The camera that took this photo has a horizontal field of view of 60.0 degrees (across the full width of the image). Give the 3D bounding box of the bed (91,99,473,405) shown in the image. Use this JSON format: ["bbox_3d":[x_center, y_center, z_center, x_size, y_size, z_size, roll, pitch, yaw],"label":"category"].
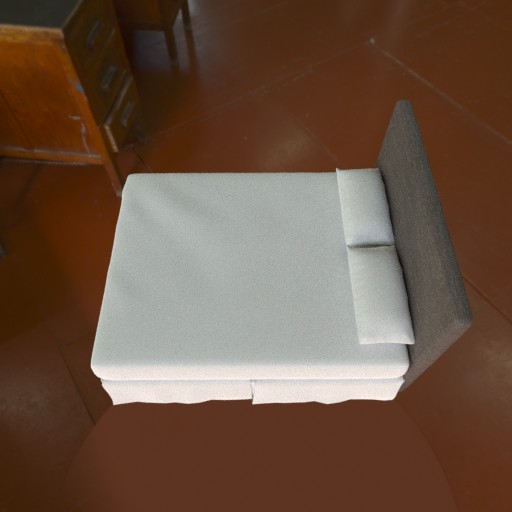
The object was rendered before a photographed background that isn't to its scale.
[{"bbox_3d":[0.000,0.000,3.101,2.142,1.330,1.723,0,58,0],"label":"bed"}]
